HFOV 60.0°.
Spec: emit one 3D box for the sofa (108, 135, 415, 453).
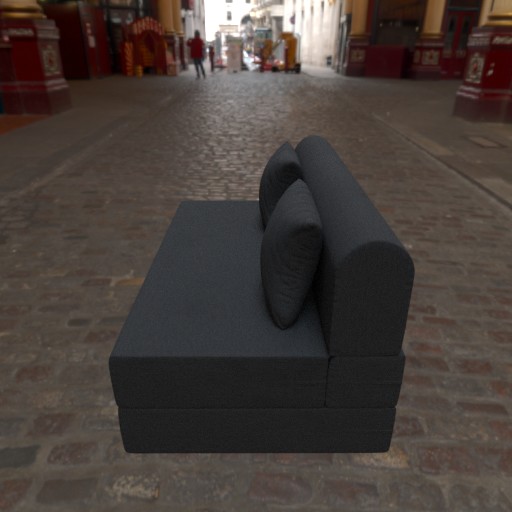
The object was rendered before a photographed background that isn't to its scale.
[{"bbox_3d":[0.000,0.000,1.673,0.762,0.670,1.225,0,26,0],"label":"sofa"}]
